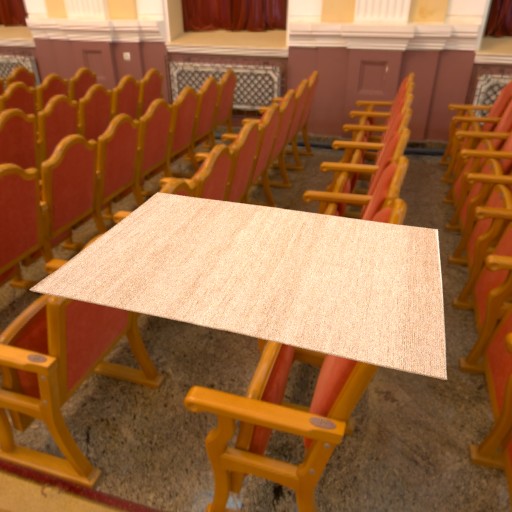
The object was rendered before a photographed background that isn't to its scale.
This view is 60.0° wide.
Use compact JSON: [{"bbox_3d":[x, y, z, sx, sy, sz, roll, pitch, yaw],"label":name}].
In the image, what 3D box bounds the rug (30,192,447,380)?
[{"bbox_3d":[0.000,0.000,2.964,2.346,0.029,1.574,9,32,16],"label":"rug"}]
